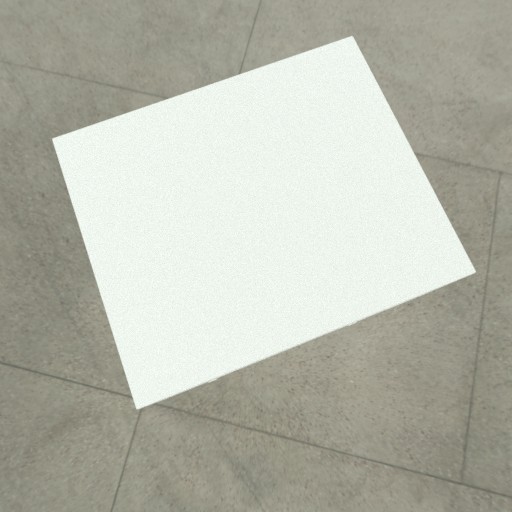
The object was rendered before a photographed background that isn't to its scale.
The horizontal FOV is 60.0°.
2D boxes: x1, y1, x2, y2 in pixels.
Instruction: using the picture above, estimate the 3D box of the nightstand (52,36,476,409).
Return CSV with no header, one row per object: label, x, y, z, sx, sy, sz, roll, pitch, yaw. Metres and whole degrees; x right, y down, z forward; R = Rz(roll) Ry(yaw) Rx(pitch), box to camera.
nightstand,0.000,0.000,0.921,0.479,0.623,0.402,-21,77,-5
